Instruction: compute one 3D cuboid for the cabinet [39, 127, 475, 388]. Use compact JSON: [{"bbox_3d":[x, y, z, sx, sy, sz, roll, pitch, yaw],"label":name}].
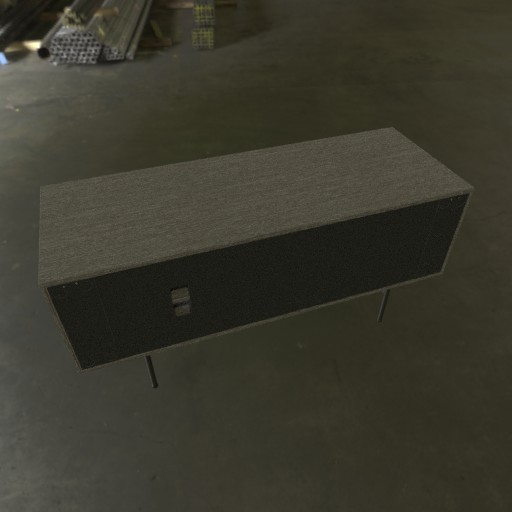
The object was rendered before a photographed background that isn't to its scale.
[{"bbox_3d":[0.000,0.000,1.616,1.300,0.599,0.500,-13,43,-15],"label":"cabinet"}]
